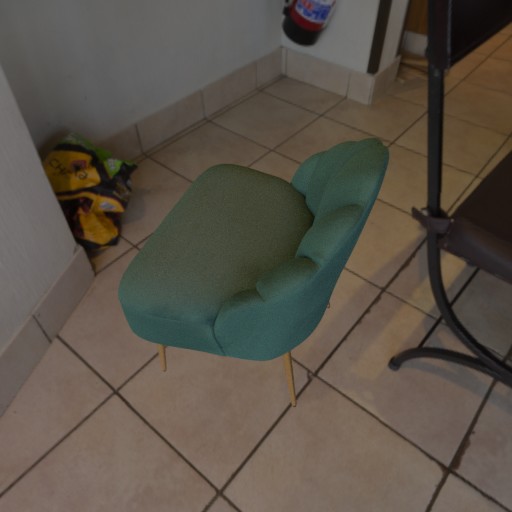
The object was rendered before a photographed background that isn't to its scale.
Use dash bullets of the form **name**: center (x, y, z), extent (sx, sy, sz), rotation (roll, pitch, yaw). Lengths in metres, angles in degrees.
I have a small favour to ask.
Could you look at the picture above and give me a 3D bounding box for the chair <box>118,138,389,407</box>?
- **chair**: center (0.000, 0.000, 1.304), extent (0.599, 0.819, 0.657), rotation (16, 49, 14)
